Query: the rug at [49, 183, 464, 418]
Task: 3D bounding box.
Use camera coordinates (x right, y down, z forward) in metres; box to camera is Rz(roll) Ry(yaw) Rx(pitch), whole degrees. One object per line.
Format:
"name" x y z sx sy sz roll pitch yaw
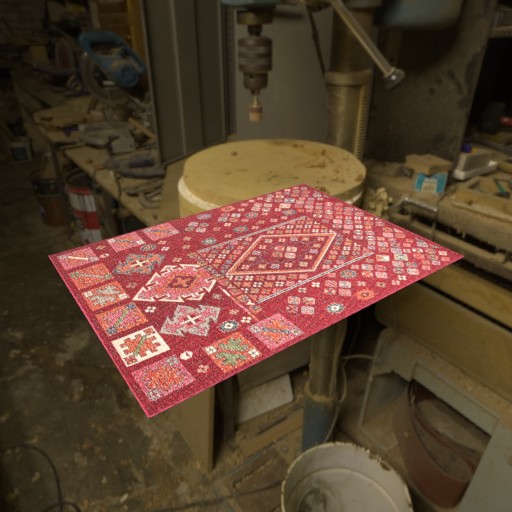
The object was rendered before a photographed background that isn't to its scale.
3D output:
"rug" 0.000 0.000 2.872 2.184 0.007 1.579 -20 36 -30
